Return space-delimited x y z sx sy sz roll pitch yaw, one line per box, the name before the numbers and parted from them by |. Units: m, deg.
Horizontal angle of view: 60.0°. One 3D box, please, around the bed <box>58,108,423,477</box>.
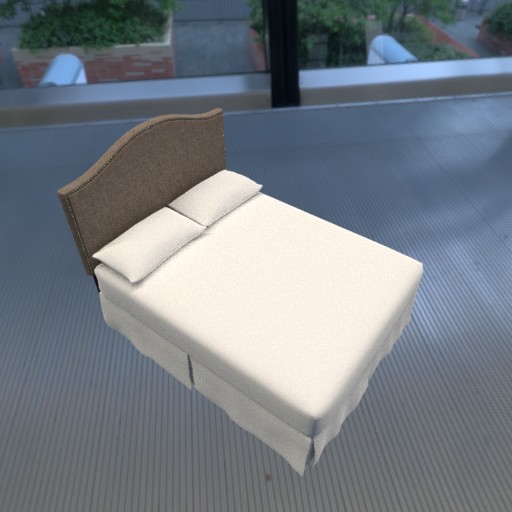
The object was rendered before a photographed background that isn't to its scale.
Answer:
bed | 0.000 0.000 3.313 2.153 1.518 1.713 27 49 27
